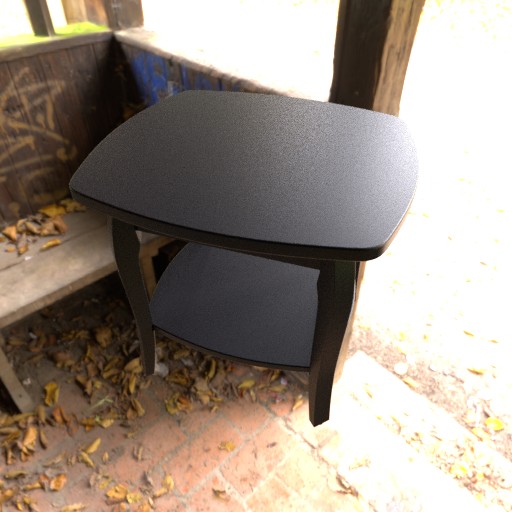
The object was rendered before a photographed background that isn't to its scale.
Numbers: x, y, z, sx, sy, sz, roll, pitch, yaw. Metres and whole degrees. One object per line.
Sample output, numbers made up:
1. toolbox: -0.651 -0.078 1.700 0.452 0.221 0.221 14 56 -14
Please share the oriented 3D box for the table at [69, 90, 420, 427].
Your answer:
1. table: 0.000 0.000 0.860 0.508 0.457 0.457 12 42 14
